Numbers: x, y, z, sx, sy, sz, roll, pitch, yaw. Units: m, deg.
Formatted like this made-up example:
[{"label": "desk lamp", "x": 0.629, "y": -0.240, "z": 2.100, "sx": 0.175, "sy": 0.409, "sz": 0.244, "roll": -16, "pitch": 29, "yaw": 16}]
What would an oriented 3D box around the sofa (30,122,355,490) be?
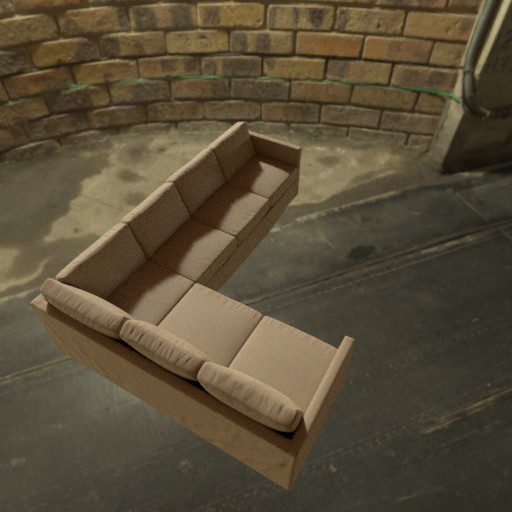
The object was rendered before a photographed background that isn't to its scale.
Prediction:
[{"label": "sofa", "x": 0.000, "y": 0.000, "z": 4.283, "sx": 2.432, "sy": 0.871, "sz": 3.182, "roll": 23, "pitch": 50, "yaw": 20}]
